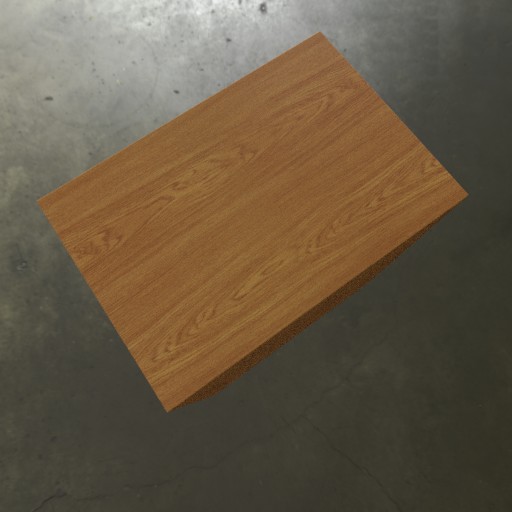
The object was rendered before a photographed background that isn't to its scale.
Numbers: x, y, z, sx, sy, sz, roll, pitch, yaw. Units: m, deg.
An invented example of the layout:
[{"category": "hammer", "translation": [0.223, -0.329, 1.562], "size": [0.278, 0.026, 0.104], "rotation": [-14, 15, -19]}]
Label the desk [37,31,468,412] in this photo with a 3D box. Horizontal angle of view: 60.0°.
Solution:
[{"category": "desk", "translation": [0.000, 0.000, 1.083], "size": [0.600, 0.730, 0.404], "rotation": [-34, 77, -9]}]
